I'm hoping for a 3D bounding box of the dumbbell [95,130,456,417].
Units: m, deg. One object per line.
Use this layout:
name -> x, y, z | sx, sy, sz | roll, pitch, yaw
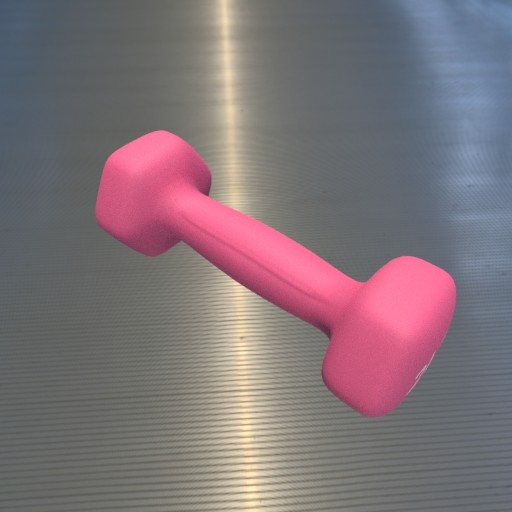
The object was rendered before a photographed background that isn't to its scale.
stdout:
dumbbell -> 0.000, 0.000, 0.175 | 0.146, 0.053, 0.058 | 32, 54, 27
